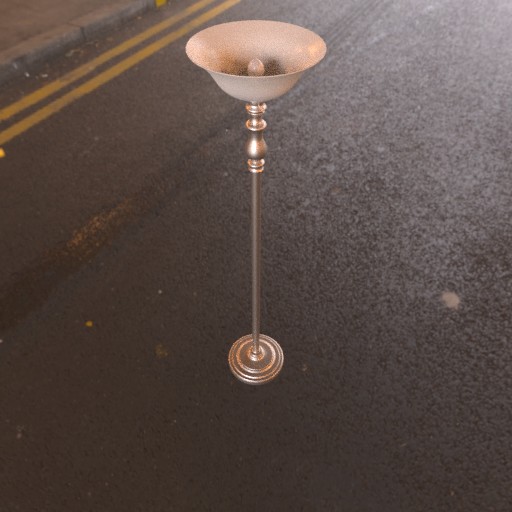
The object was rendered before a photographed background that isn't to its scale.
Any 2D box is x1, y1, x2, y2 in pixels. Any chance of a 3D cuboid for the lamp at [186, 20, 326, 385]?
[{"bbox_3d":[0.000,0.000,1.924,0.405,1.771,0.405,-16,49,-15],"label":"lamp"}]
